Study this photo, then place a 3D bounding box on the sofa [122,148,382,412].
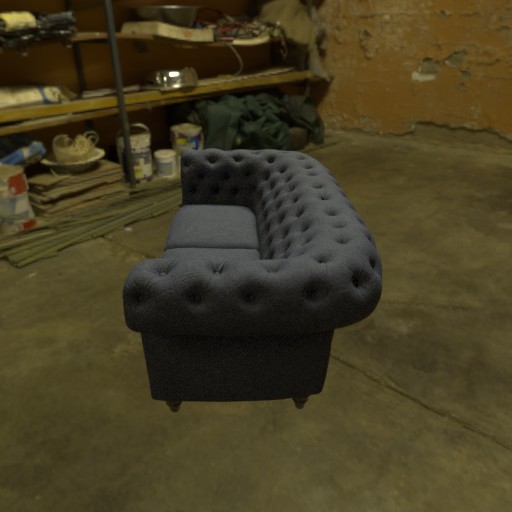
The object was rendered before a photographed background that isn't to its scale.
[{"bbox_3d":[0.000,0.000,2.564,1.082,0.833,1.988,-1,27,-2],"label":"sofa"}]
